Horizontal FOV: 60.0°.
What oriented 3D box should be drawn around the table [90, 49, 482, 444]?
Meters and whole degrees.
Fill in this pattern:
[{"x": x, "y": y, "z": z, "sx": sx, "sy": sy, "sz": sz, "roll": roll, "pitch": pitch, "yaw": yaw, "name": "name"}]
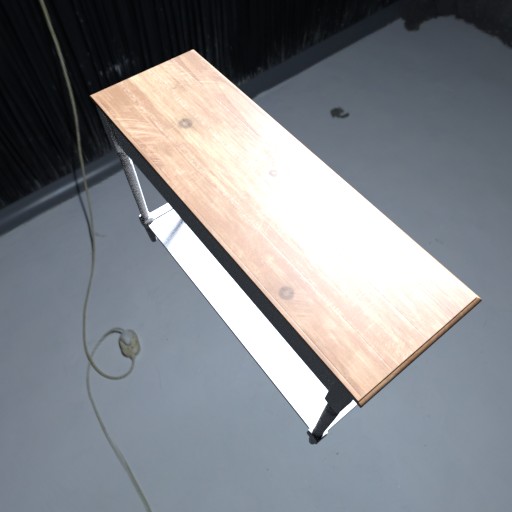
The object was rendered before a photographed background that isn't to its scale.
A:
[{"x": 0.000, "y": 0.000, "z": 1.559, "sx": 0.399, "sy": 0.800, "sz": 1.219, "roll": -34, "pitch": 64, "yaw": -19, "name": "table"}]
